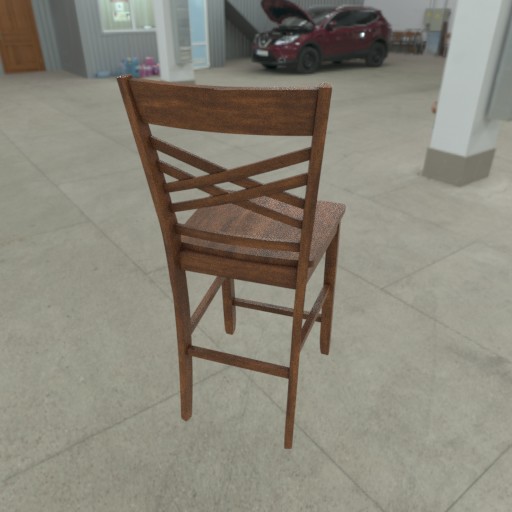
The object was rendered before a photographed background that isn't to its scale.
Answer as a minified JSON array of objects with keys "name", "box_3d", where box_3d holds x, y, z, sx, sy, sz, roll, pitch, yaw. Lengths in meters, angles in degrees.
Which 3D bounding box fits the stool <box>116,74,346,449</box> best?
[{"name":"stool","box_3d":[0.000,0.000,1.358,0.462,1.079,0.539,9,31,16]}]
